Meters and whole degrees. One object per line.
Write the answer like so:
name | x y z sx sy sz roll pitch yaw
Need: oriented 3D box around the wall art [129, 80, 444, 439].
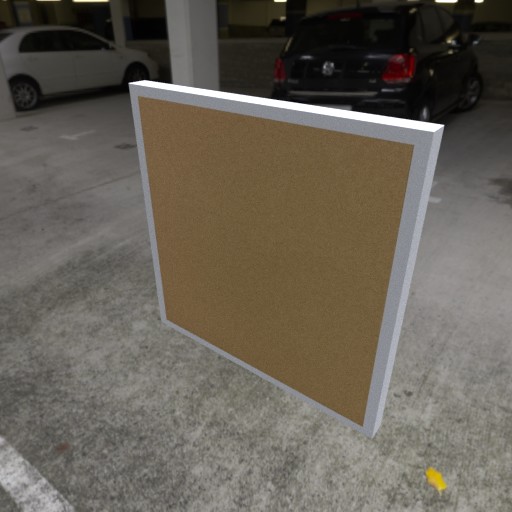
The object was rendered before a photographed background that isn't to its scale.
wall art | 0.000 0.000 0.750 0.508 0.507 0.035 21 36 31
